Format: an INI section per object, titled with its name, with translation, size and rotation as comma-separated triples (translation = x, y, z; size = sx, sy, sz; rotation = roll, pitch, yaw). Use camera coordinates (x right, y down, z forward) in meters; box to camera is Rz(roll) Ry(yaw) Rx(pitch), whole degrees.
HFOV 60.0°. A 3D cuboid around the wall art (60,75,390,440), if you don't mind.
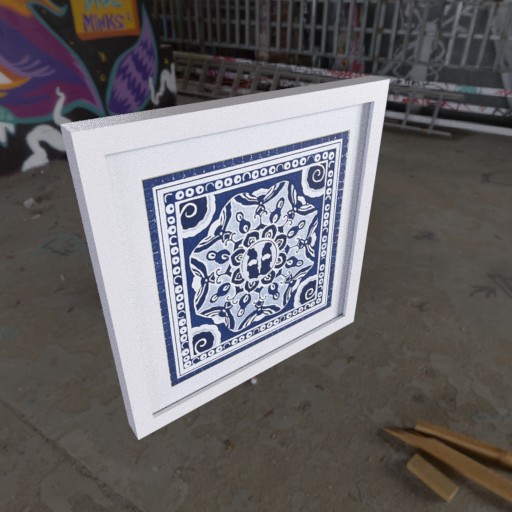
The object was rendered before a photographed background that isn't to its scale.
[wall art]
translation = 0.000, 0.000, 0.515
size = 0.355, 0.355, 0.027
rotation = -21, 37, -30
